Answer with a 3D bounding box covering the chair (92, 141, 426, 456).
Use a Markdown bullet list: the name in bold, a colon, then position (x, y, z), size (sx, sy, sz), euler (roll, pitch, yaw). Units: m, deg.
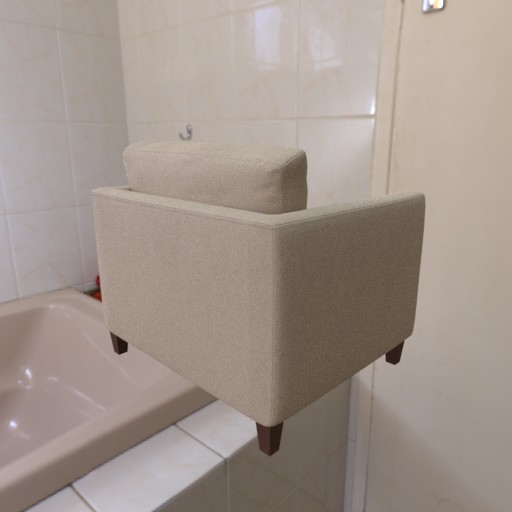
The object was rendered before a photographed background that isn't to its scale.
- **chair**: position (0.000, 0.000, 1.915), size (1.107, 0.961, 0.959), euler (15, 21, 43)
